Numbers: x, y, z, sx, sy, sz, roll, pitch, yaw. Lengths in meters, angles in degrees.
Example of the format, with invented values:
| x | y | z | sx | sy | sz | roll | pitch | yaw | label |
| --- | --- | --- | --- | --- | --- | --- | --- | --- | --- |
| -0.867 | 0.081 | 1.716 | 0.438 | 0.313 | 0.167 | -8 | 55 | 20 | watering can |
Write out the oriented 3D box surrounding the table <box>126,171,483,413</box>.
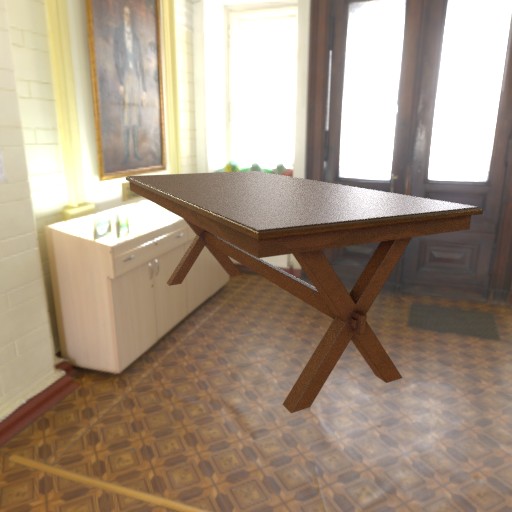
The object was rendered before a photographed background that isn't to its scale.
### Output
| x | y | z | sx | sy | sz | roll | pitch | yaw | label |
| --- | --- | --- | --- | --- | --- | --- | --- | --- | --- |
| 0.000 | 0.000 | 1.490 | 0.594 | 0.459 | 1.197 | -8 | 17 | -26 | table |
